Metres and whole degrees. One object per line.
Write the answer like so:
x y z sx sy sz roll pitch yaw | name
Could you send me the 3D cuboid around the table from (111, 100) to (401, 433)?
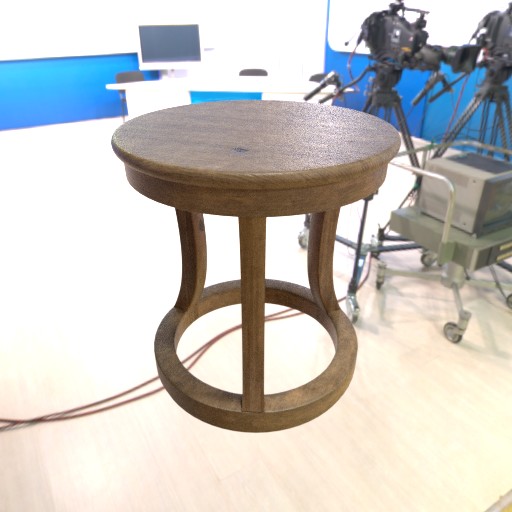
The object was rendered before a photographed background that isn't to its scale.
0.000 0.000 0.795 0.432 0.460 0.432 0 30 0 | table
